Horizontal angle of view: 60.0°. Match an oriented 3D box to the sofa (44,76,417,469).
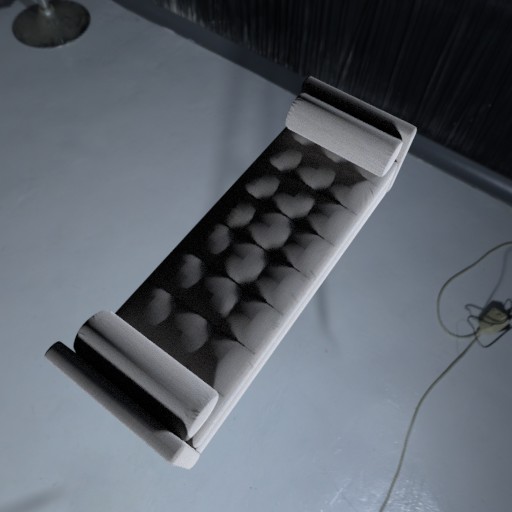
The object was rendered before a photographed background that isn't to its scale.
[{"bbox_3d":[0.000,0.000,2.309,0.686,0.635,1.981,32,67,16],"label":"sofa"}]
